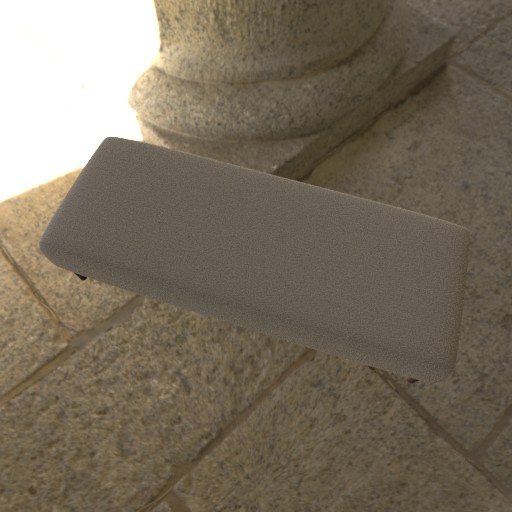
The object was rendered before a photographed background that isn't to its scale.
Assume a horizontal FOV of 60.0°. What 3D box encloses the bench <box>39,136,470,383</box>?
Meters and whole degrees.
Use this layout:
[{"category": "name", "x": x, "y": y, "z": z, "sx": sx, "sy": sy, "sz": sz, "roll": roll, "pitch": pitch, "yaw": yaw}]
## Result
[{"category": "bench", "x": 0.000, "y": 0.000, "z": 1.884, "sx": 1.609, "sy": 0.393, "sz": 0.646, "roll": 16, "pitch": 63, "yaw": 8}]
